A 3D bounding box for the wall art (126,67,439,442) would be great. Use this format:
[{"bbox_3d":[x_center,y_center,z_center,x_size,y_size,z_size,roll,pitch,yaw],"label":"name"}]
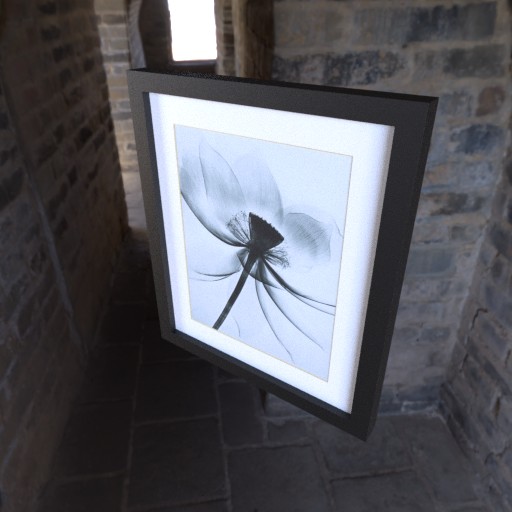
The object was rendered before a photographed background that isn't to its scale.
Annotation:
[{"bbox_3d":[0.000,0.000,0.514,0.330,0.381,0.029,19,35,29],"label":"wall art"}]
